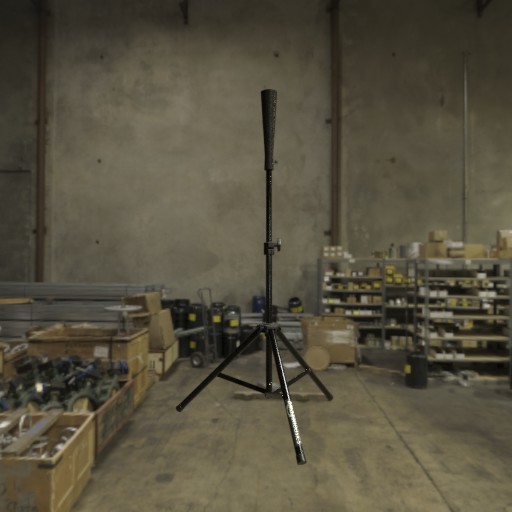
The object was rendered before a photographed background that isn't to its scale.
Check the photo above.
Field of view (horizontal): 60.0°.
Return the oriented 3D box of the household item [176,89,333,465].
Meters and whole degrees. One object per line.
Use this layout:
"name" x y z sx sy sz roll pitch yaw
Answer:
"household item" 0.000 0.000 1.396 0.559 1.067 0.559 0 -1 2
